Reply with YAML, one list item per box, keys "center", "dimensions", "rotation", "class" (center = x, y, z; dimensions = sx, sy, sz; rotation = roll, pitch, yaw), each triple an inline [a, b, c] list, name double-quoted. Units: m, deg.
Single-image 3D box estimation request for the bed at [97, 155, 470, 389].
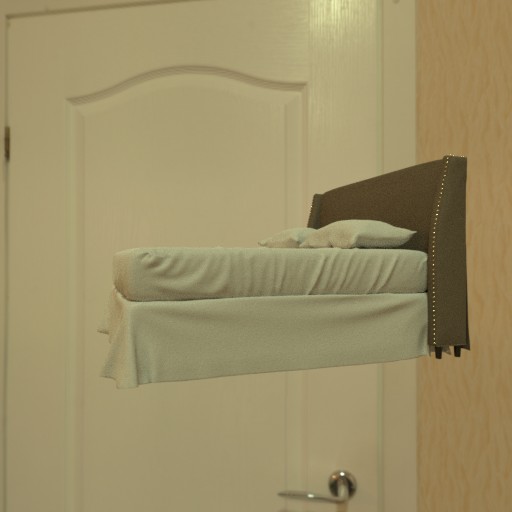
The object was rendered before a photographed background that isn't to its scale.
- center: [0.000, 0.000, 3.384]
  dimensions: [2.276, 1.332, 1.925]
  rotation: [0, 0, -20]
  class: "bed"
